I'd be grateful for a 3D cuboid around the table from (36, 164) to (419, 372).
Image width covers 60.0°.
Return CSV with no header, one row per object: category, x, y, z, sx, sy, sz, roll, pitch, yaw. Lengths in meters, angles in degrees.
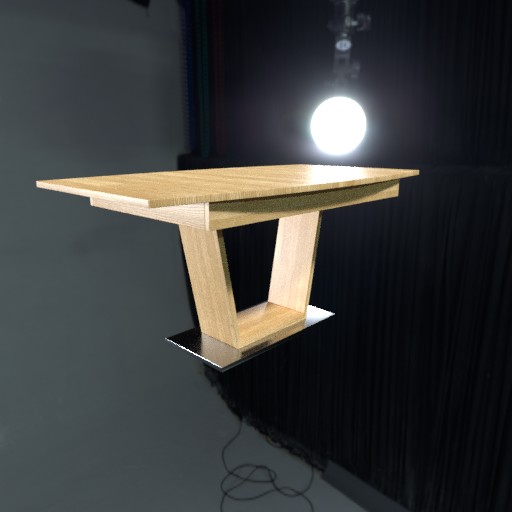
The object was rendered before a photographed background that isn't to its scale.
table,0.000,0.000,2.069,0.900,0.748,1.598,14,20,42
